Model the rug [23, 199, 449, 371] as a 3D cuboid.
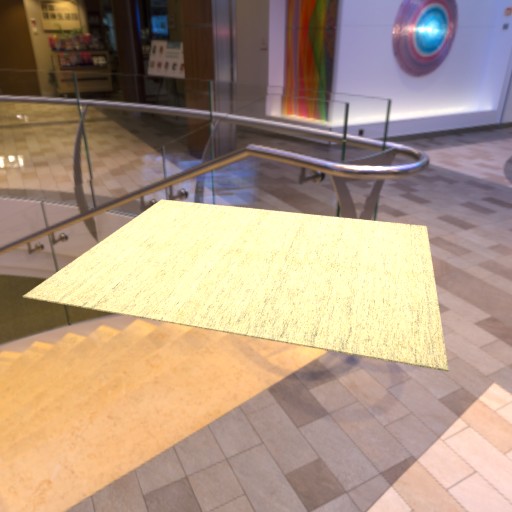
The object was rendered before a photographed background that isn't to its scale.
[{"bbox_3d":[0.000,0.000,4.210,3.201,0.014,2.437,7,27,14],"label":"rug"}]
